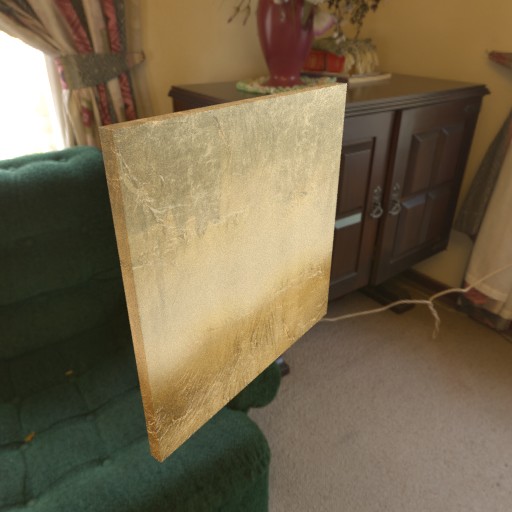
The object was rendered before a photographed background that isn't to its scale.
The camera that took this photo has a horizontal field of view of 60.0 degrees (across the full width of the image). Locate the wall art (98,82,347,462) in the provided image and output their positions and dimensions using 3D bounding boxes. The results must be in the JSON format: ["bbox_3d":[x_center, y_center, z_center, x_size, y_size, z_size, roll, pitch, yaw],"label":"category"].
[{"bbox_3d":[0.000,0.000,1.621,0.051,1.091,1.092,20,34,33],"label":"wall art"}]
